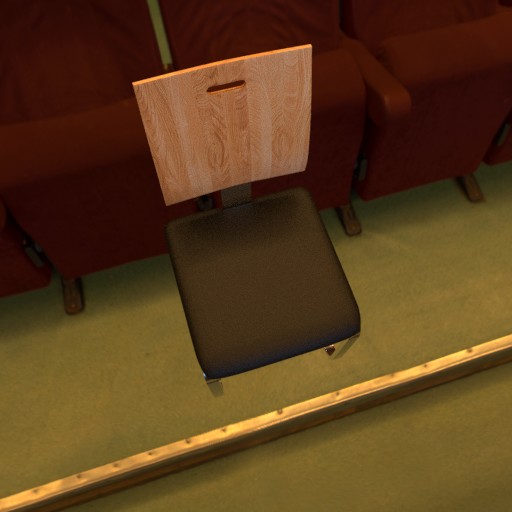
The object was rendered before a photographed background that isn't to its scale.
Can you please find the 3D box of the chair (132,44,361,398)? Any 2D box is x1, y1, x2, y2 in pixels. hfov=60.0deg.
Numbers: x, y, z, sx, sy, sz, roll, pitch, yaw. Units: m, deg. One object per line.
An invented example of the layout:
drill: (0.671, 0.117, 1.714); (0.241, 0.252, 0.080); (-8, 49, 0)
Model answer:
chair: (0.000, 0.000, 1.228); (0.462, 0.936, 0.560); (-16, 64, -8)
